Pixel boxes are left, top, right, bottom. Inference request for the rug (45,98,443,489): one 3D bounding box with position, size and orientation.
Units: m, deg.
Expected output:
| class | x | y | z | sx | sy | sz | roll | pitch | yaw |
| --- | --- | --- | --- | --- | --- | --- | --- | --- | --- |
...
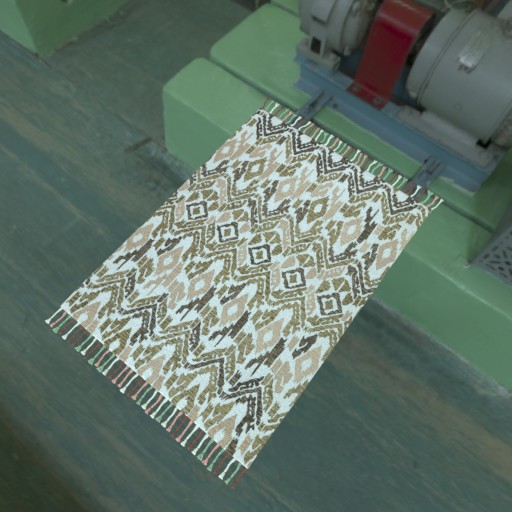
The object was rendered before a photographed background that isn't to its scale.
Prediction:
| class | x | y | z | sx | sy | sz | roll | pitch | yaw |
| --- | --- | --- | --- | --- | --- | --- | --- | --- | --- |
| rug | 0.000 | 0.000 | 2.302 | 1.219 | 0.008 | 1.829 | 35 | 70 | 15 |
